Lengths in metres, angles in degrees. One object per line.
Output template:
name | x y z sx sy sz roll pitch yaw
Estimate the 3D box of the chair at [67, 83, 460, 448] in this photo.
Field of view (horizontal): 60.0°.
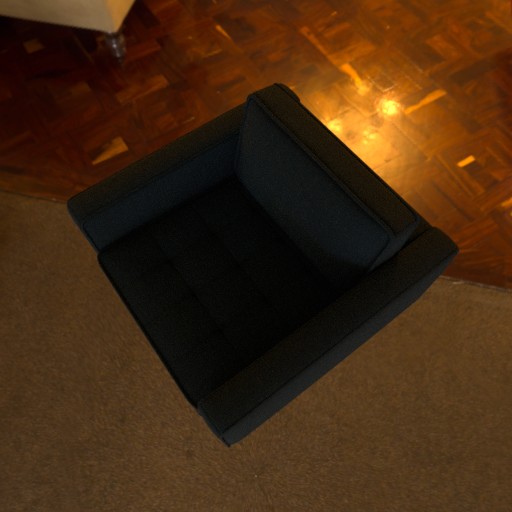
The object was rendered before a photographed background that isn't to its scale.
chair | 0.000 0.000 1.558 0.920 0.770 0.899 -34 68 -15
